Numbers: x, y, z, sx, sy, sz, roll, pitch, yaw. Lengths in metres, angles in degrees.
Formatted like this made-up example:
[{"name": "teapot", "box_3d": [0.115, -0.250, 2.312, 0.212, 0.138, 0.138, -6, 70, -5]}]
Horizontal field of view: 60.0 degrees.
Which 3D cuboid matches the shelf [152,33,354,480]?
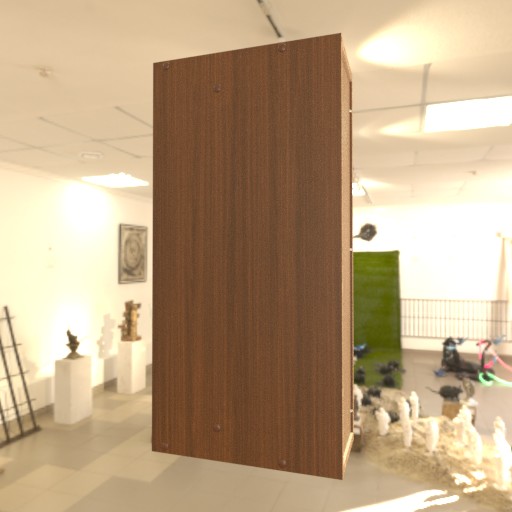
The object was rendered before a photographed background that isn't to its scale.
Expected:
[{"name": "shelf", "box_3d": [0.000, 0.000, 0.708, 0.290, 0.600, 0.147, 0, -1, 18]}]
